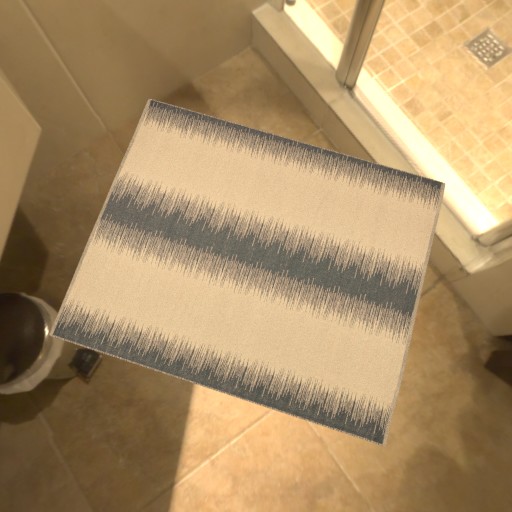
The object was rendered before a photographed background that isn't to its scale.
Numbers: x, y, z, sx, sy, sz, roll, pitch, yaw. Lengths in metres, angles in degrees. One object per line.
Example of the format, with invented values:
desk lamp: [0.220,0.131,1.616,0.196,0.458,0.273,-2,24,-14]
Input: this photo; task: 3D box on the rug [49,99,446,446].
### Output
rug: [0.000,0.000,4.048,3.037,0.004,2.453,17,77,4]
